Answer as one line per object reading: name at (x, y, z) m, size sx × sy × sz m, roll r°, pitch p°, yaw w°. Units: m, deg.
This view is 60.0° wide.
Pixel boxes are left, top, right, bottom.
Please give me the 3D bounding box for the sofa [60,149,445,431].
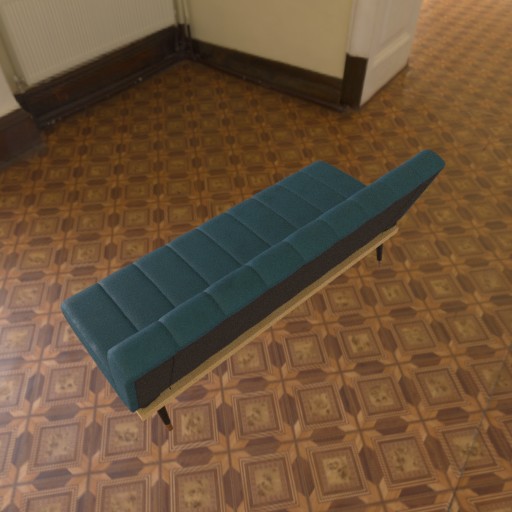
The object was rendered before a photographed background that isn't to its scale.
sofa at (0.000, 0.000, 2.285) m, size 1.810 × 0.825 × 0.830 m, roll -32°, pitch 55°, yaw -27°
